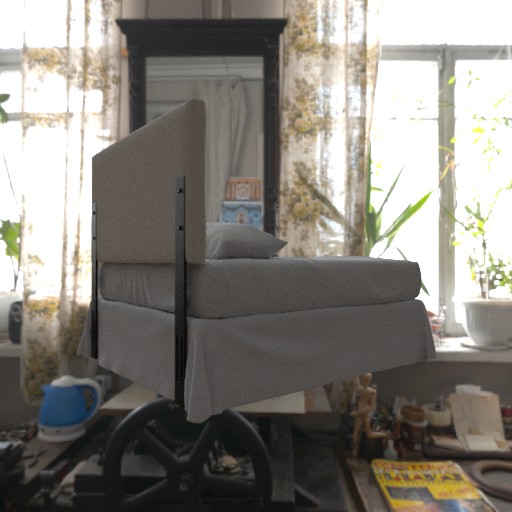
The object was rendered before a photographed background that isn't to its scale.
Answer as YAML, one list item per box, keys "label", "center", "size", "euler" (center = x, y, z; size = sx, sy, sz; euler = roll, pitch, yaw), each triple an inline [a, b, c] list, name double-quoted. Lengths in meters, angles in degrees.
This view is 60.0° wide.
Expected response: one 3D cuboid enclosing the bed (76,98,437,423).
- label: "bed"
  center: [0.000, 0.000, 3.472]
  size: [2.222, 1.577, 1.936]
  euler: [0, -1, -38]
